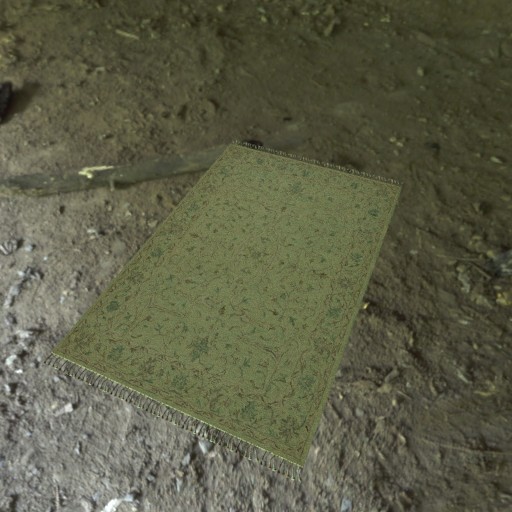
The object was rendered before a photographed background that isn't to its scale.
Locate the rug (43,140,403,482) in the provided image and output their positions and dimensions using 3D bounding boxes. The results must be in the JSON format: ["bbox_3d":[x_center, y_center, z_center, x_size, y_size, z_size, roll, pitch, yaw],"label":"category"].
[{"bbox_3d":[0.000,0.000,3.001,1.544,0.010,2.435,18,50,16],"label":"rug"}]
